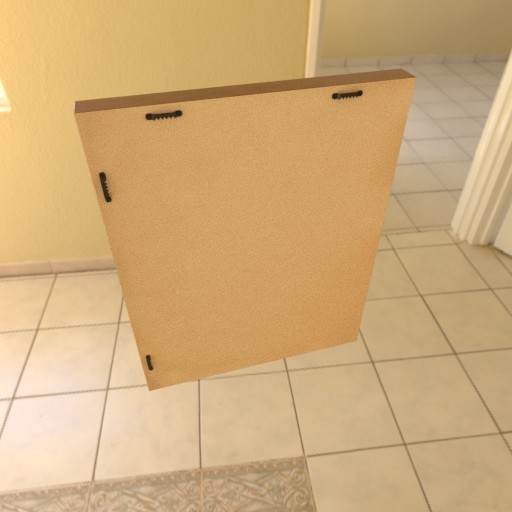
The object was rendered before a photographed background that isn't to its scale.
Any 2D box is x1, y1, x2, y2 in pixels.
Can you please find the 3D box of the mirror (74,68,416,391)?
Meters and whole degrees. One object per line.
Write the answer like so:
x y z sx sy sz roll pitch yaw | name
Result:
0.000 0.000 0.681 0.406 0.509 0.041 -11 41 -12 | mirror
